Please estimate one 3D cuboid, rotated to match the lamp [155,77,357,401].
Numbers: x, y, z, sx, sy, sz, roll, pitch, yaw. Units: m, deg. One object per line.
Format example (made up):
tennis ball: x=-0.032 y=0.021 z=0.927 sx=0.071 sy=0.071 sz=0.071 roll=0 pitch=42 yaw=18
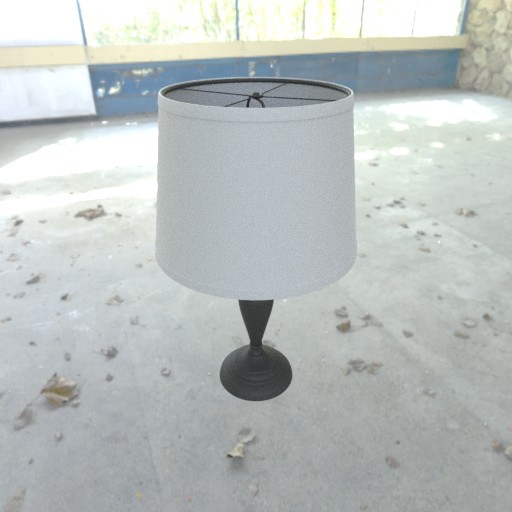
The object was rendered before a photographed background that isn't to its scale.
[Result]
lamp: x=0.000 y=0.000 z=0.705 sx=0.310 sy=0.501 sz=0.310 roll=0 pitch=29 yaw=0
